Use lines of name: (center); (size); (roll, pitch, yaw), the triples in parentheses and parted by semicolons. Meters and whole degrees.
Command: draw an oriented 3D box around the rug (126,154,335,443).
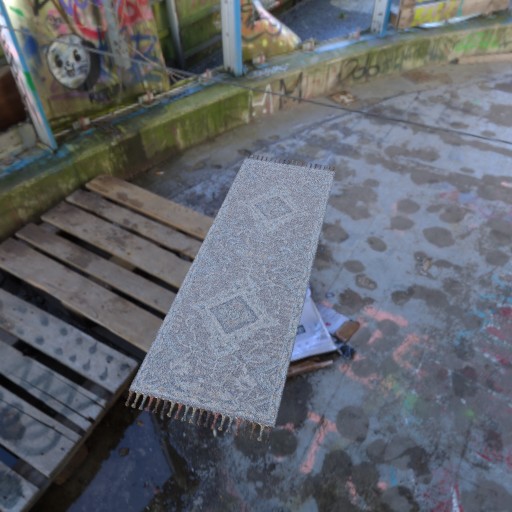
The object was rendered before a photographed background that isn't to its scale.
rug: (0.000, 0.000, 2.844); (1.324, 0.018, 2.378); (23, 50, 21)
